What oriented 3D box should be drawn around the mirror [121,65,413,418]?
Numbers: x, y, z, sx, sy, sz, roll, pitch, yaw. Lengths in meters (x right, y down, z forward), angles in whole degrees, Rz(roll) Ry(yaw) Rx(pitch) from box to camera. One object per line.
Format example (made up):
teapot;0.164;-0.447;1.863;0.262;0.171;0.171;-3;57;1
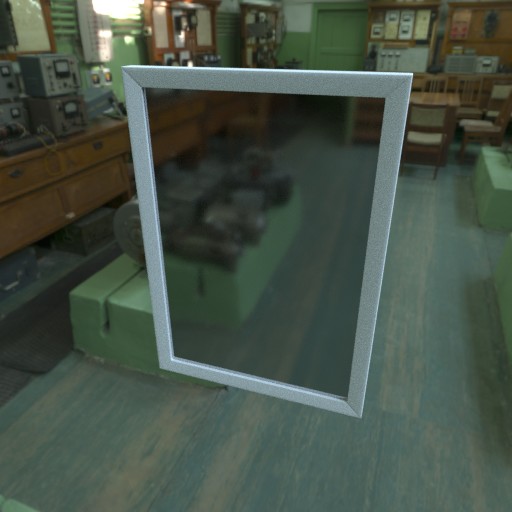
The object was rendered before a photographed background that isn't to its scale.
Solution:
mirror;0.000;0.000;0.913;0.507;0.710;0.040;9;28;17
